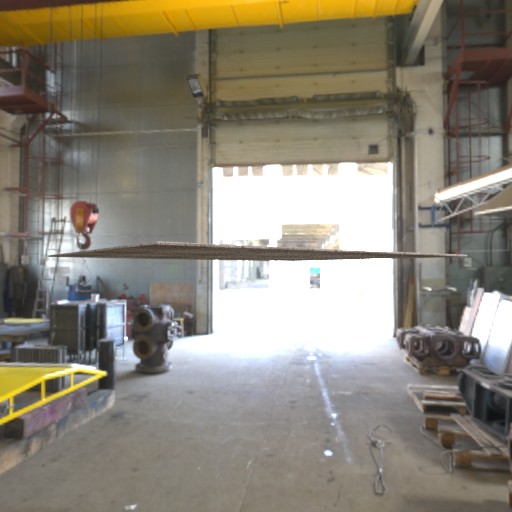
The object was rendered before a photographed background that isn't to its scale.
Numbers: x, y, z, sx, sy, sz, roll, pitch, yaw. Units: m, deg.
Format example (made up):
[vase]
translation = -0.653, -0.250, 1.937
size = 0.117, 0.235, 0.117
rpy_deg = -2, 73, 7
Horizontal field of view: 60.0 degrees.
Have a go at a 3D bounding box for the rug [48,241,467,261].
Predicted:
[rug]
translation = 0.000, 0.000, 3.975
size = 2.959, 0.016, 2.317
rpy_deg = 1, -2, -37
